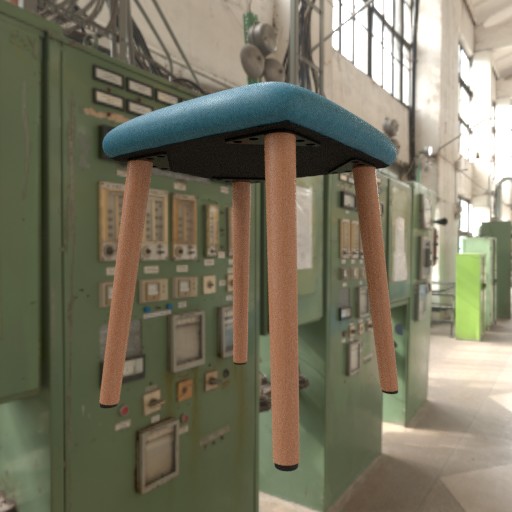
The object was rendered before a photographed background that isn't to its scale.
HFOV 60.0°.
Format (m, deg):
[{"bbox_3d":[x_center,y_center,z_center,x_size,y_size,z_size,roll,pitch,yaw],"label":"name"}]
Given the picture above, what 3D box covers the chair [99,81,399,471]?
[{"bbox_3d":[0.000,0.000,0.699,0.360,0.450,0.360,0,1,37],"label":"chair"}]
